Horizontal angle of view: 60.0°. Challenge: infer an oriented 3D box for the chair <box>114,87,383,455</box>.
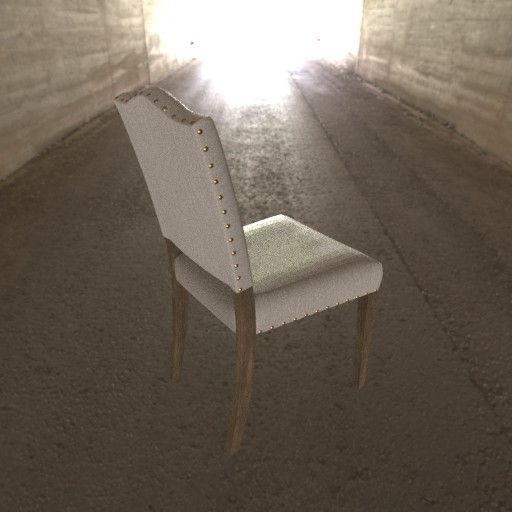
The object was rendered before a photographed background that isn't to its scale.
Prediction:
[{"bbox_3d":[0.000,0.000,1.369,0.620,1.020,0.508,-19,33,-31],"label":"chair"}]
